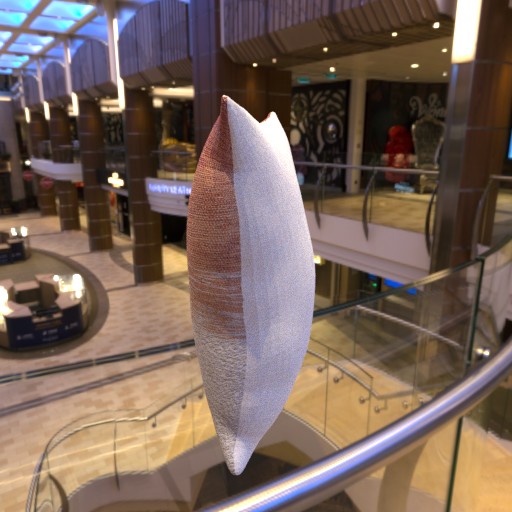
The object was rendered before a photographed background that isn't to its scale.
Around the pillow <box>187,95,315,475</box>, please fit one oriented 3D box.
[{"bbox_3d":[0.000,0.000,0.678,0.182,0.441,0.440,2,15,8],"label":"pillow"}]
